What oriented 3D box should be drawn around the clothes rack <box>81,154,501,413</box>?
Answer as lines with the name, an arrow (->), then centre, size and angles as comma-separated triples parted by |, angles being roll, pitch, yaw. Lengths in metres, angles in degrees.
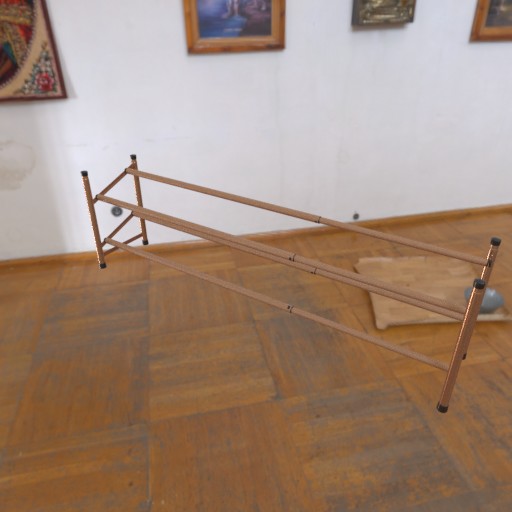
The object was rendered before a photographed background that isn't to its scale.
clothes rack -> 0.000, 0.000, 1.269 | 1.168, 0.349, 0.229 | 18, 34, 28
